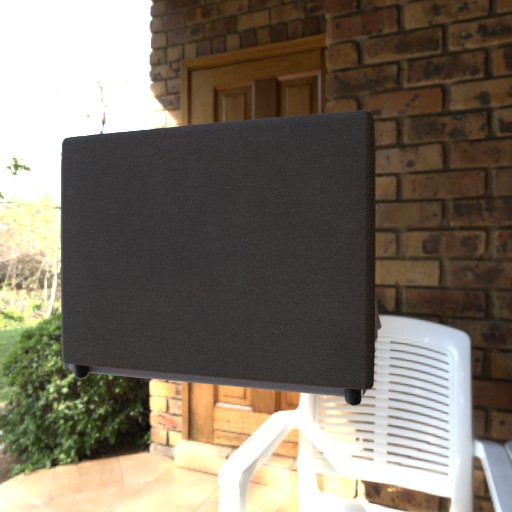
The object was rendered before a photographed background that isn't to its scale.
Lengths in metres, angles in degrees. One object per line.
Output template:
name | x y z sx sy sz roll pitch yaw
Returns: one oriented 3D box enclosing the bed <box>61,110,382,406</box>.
bed | 0.000 0.000 3.186 1.723 1.330 2.142 0 1 17
